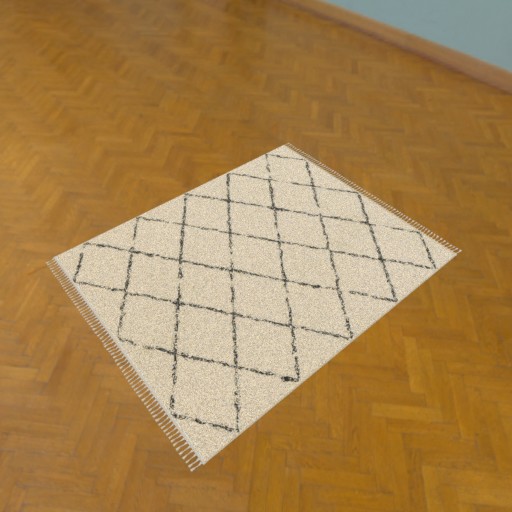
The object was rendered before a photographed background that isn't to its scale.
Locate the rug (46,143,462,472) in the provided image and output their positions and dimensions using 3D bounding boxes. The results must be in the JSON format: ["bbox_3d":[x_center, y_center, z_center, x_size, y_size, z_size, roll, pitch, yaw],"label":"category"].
[{"bbox_3d":[0.000,0.000,4.105,3.051,0.013,2.380,-32,54,-26],"label":"rug"}]
